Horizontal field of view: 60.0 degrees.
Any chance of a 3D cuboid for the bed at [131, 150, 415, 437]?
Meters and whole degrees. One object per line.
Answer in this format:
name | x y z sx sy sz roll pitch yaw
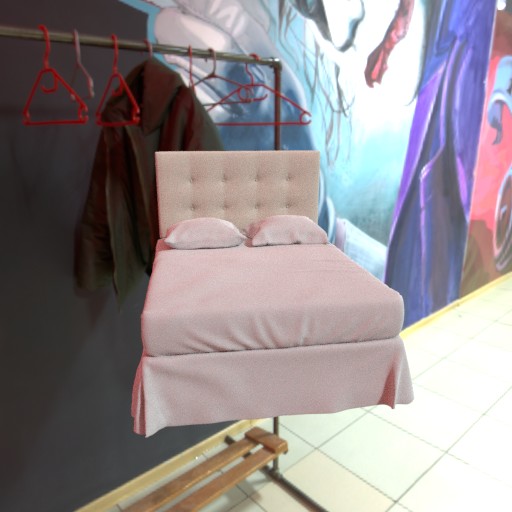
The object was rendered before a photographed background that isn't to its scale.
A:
bed | 0.000 0.000 3.602 1.936 1.577 2.222 -3 16 -9
